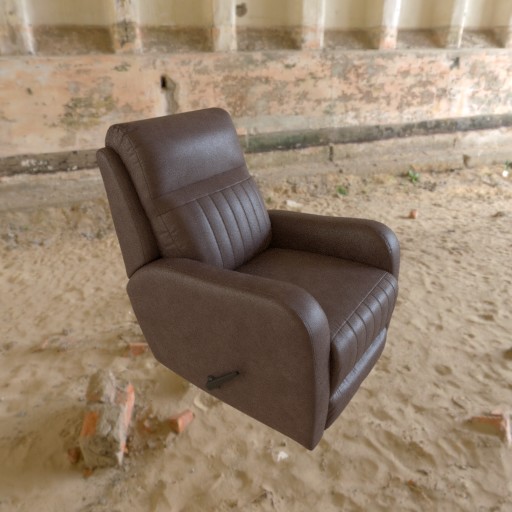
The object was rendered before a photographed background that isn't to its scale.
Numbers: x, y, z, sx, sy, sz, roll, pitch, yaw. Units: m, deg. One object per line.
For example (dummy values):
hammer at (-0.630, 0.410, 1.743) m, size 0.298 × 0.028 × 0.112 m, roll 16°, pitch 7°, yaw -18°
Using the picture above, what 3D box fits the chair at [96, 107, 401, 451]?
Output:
chair at (0.000, 0.000, 1.838) m, size 1.067 × 1.067 × 0.865 m, roll 17°, pitch 31°, yaw 31°
